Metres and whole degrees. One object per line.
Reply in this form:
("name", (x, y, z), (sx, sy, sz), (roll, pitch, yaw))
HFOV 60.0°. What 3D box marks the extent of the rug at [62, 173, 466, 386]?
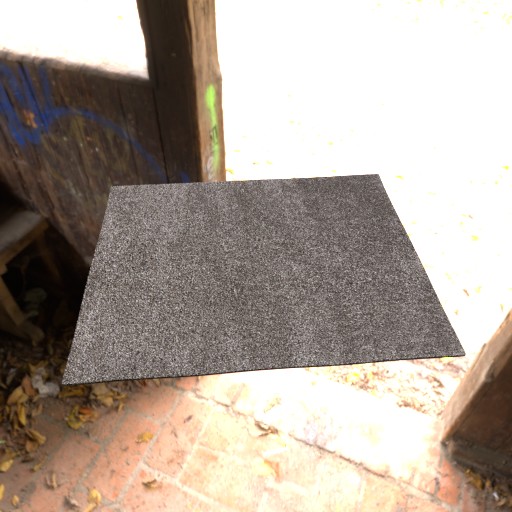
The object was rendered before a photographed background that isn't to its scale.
("rug", (0.000, 0.000, 4.112), (3.000, 0.025, 2.401), (-3, 45, -3))
